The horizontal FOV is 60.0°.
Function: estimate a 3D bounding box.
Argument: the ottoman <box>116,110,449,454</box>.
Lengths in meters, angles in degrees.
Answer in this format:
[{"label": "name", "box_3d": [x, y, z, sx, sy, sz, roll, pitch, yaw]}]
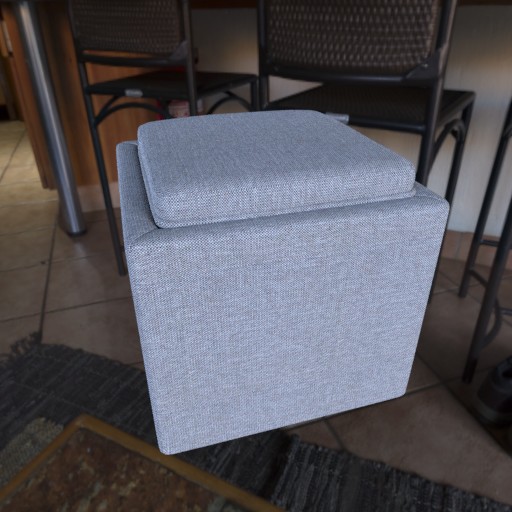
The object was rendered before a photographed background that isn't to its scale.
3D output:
[{"label": "ottoman", "box_3d": [0.000, 0.000, 0.834, 0.450, 0.460, 0.450, -9, 32, -14]}]
